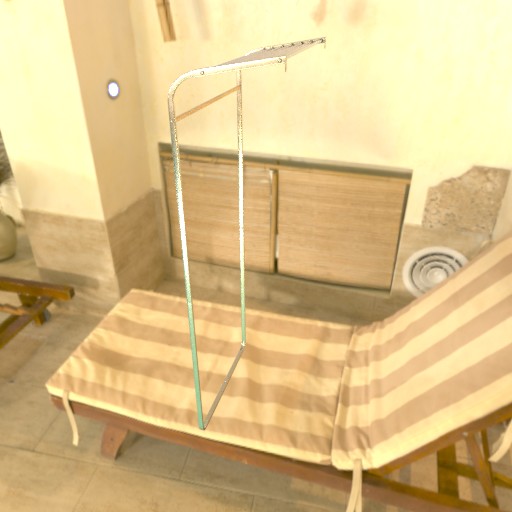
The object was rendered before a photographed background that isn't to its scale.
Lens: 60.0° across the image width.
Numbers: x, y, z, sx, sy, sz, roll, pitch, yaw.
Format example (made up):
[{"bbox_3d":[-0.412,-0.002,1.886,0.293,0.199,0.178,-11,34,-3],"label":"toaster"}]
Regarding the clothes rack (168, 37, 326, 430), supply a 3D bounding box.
[{"bbox_3d":[0.000,0.000,1.808,0.349,1.574,0.609,9,32,15],"label":"clothes rack"}]
